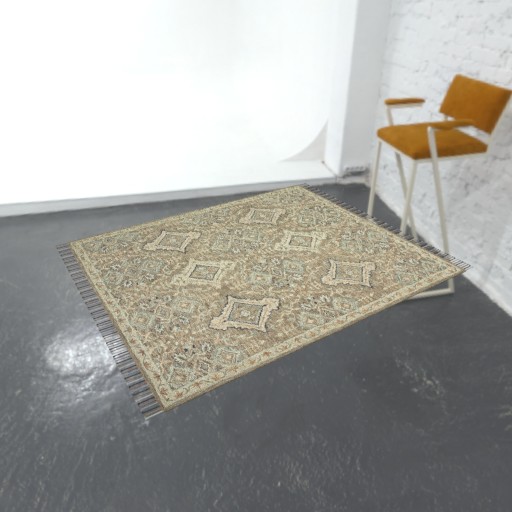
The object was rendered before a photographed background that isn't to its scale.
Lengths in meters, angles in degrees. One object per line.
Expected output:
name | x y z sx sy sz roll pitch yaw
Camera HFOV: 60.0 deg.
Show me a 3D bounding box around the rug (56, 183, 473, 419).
rug | 0.000 0.000 4.119 3.056 0.010 2.437 -18 35 -28
